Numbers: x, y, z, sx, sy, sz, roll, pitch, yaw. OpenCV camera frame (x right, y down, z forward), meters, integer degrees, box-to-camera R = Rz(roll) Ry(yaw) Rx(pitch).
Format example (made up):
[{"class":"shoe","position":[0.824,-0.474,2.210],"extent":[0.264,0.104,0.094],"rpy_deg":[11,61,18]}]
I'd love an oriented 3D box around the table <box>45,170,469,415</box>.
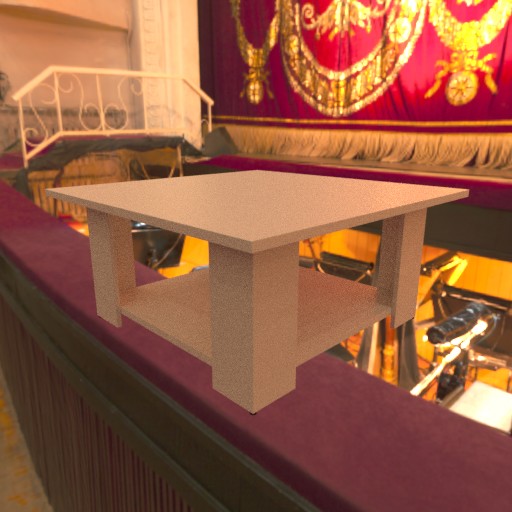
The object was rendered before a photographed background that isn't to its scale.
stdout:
[{"class":"table","position":[0.000,0.000,1.032],"extent":[0.670,0.305,0.670],"rpy_deg":[-15,22,-42]}]
